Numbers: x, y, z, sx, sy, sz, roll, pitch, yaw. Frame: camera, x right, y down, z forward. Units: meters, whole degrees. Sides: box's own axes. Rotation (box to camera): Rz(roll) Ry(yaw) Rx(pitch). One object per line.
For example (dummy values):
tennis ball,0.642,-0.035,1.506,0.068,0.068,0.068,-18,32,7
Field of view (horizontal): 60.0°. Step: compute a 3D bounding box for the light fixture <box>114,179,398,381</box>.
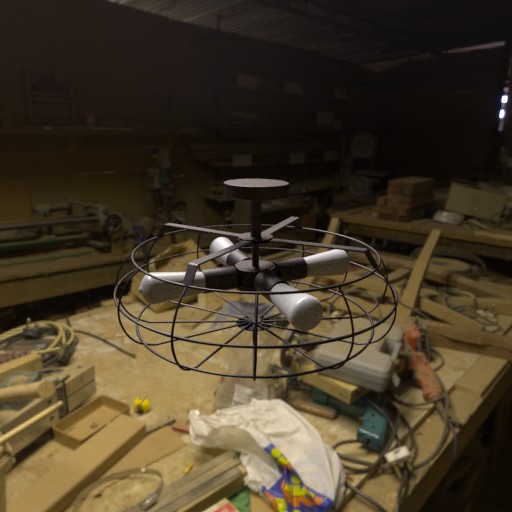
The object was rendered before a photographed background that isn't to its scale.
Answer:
light fixture,0.000,0.000,0.934,0.582,0.311,0.582,0,15,0
